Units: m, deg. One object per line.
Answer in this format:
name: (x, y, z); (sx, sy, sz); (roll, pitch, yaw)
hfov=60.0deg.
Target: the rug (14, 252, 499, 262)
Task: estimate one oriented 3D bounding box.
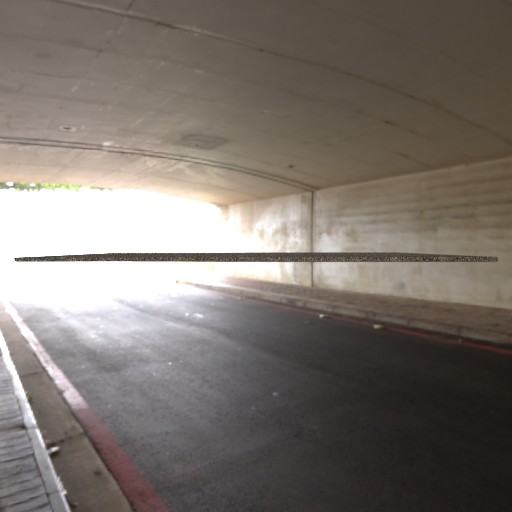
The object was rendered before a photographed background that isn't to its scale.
rug: (0.000, 0.000, 2.882); (2.350, 0.025, 1.502); (0, 1, -1)
